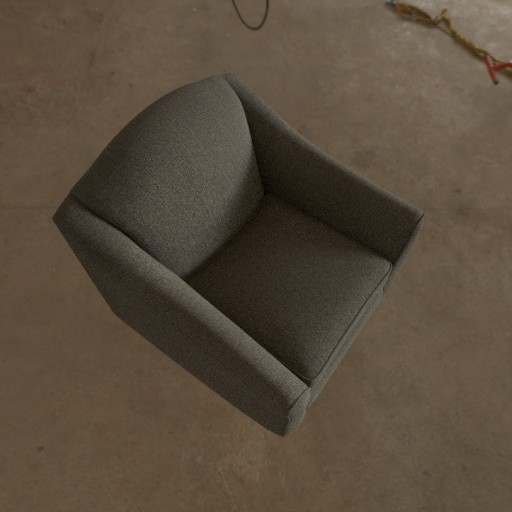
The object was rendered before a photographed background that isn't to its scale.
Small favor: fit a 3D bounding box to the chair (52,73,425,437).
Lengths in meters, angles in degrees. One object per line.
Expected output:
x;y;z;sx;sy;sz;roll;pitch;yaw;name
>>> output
0.000;0.000;1.435;0.787;0.839;0.763;32;63;19;chair
